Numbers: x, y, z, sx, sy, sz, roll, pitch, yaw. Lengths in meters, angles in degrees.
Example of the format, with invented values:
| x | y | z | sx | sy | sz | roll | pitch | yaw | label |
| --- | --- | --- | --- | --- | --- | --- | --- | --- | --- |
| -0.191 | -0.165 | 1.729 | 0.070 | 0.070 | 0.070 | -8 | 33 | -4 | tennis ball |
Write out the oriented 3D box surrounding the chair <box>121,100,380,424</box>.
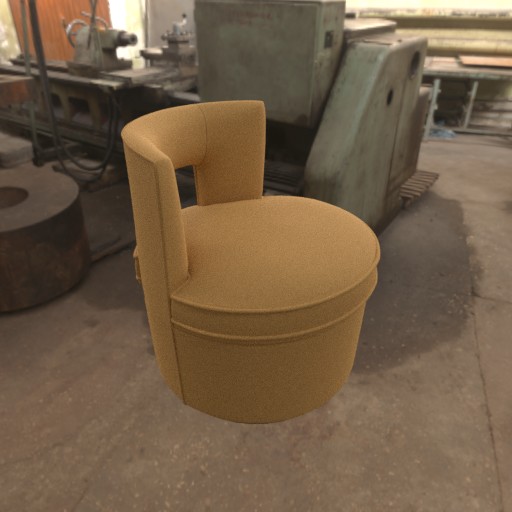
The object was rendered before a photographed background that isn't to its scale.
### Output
| x | y | z | sx | sy | sz | roll | pitch | yaw | label |
| --- | --- | --- | --- | --- | --- | --- | --- | --- | --- |
| 0.000 | 0.000 | 1.236 | 0.665 | 0.723 | 0.650 | 11 | 32 | 18 | chair |
